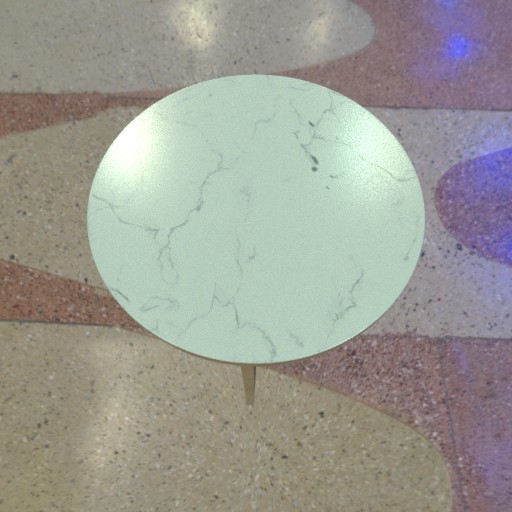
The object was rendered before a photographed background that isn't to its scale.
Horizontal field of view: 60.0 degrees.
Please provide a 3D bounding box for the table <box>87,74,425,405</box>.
[{"bbox_3d":[0.000,0.000,0.852,0.500,0.420,0.500,0,64,0],"label":"table"}]
